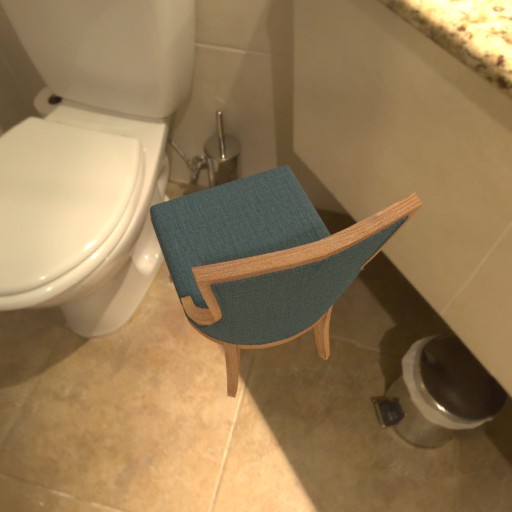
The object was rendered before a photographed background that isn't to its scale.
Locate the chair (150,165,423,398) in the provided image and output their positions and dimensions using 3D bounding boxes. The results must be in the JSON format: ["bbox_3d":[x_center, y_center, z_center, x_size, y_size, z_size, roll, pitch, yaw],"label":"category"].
[{"bbox_3d":[0.000,0.000,1.341,0.524,0.947,0.641,-19,59,-12],"label":"chair"}]
